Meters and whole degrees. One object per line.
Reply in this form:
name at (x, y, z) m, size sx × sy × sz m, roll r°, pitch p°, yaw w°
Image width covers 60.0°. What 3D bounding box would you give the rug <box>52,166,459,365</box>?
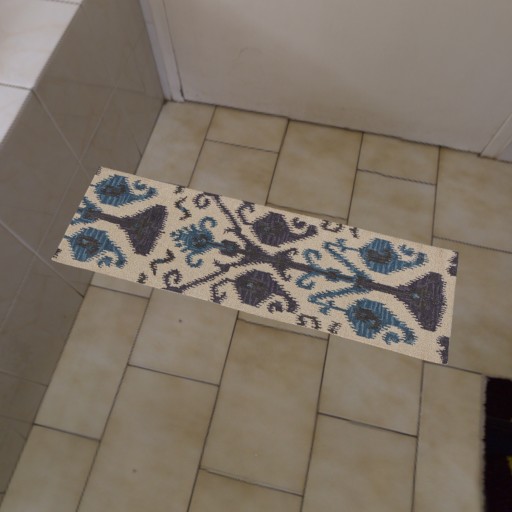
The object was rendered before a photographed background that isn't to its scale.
rug at (0.000, 0.000, 2.610) m, size 2.301 × 0.017 × 0.692 m, roll 14°, pitch 67°, yaw 6°
